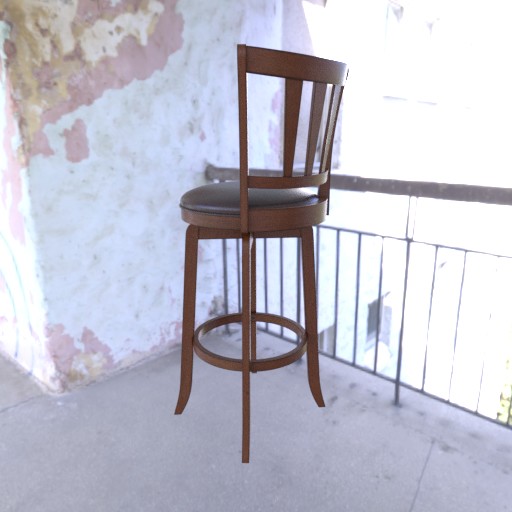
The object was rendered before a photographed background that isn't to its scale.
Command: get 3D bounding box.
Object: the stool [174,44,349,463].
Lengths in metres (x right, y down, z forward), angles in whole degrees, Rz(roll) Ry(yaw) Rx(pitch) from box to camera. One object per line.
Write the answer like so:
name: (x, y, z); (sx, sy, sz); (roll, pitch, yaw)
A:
stool: (0.000, 0.000, 1.451); (0.503, 1.177, 0.464); (14, 21, 42)
